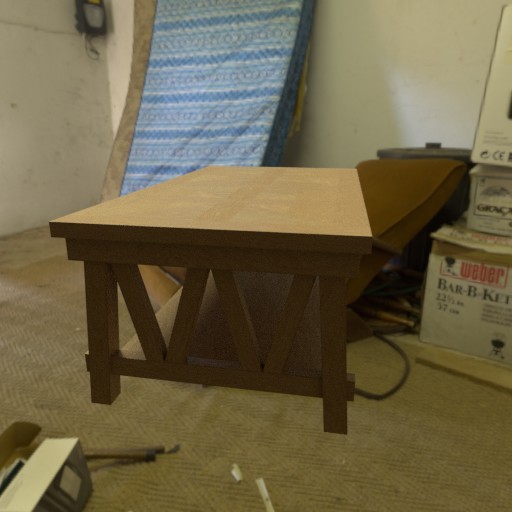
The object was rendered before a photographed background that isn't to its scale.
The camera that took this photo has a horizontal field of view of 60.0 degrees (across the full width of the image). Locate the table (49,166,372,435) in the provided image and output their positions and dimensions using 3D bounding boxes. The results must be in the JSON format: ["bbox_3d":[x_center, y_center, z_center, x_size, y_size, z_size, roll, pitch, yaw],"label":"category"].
[{"bbox_3d":[0.000,0.000,1.609,0.711,0.507,1.270,3,17,10],"label":"table"}]
